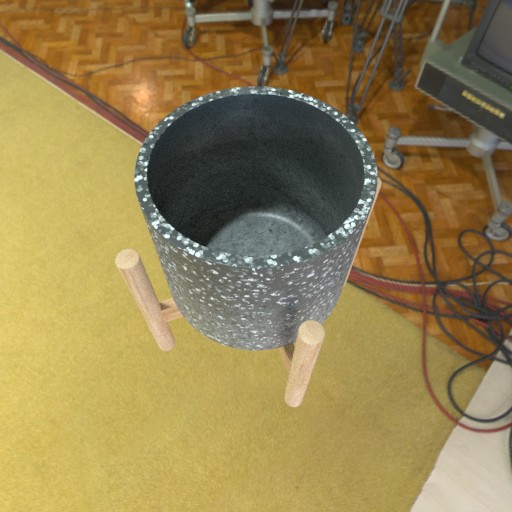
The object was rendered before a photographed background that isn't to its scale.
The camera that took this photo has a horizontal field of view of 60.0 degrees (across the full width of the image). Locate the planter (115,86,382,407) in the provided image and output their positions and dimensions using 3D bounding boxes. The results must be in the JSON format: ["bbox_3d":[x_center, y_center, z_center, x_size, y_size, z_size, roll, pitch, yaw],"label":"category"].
[{"bbox_3d":[0.000,0.000,0.544,0.284,0.320,0.284,1,58,1],"label":"planter"}]
